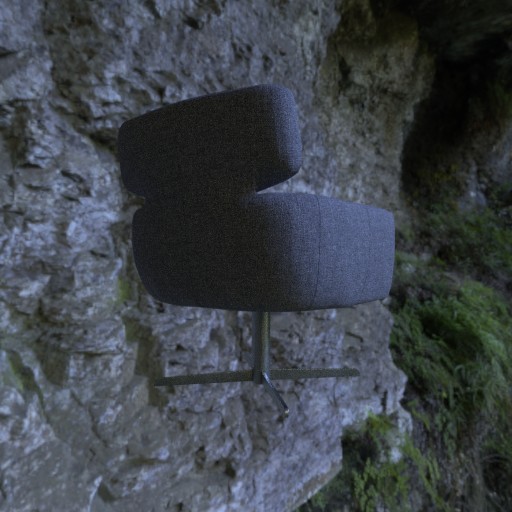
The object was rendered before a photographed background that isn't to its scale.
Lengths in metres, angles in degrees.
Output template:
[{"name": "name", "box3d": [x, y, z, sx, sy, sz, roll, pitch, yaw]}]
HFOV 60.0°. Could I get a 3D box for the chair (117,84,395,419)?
[{"name": "chair", "box3d": [0.000, 0.000, 1.404, 0.706, 0.812, 0.715, 0, 0, 35]}]
